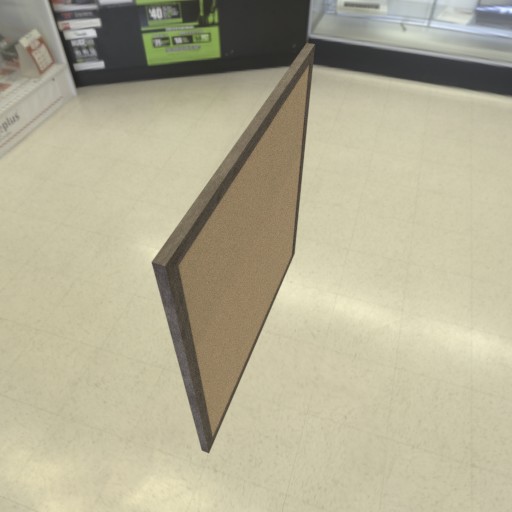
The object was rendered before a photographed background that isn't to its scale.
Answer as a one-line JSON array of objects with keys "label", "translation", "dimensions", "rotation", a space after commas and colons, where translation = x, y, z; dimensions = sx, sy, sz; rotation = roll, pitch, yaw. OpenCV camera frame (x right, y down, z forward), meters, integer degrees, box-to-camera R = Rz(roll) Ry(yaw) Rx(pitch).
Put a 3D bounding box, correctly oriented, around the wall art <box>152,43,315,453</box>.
[{"label": "wall art", "translation": [0.000, 0.000, 0.678], "dimensions": [0.013, 0.457, 0.457], "rotation": [16, 50, 14]}]
